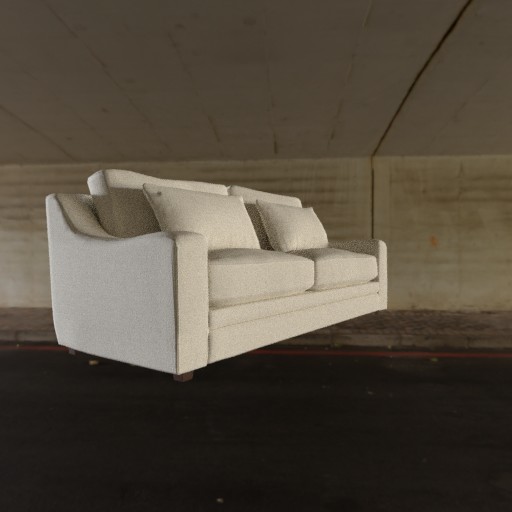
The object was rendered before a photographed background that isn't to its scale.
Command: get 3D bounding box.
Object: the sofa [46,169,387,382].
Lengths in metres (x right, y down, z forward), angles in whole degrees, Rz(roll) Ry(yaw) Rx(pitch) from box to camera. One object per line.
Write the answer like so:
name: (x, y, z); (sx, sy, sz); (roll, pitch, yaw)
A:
sofa: (0.000, 0.000, 3.063); (1.009, 1.022, 2.470); (1, 1, 36)
